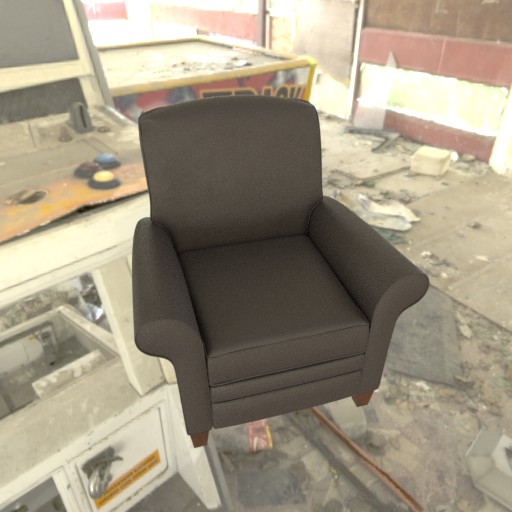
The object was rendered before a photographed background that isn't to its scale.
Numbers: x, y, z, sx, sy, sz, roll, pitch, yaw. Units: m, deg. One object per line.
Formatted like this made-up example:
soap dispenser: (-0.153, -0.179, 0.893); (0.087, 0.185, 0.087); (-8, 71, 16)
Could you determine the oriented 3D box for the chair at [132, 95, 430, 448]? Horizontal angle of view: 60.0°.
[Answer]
chair: (0.000, 0.000, 1.773); (0.978, 1.061, 0.902); (-9, 34, -14)
